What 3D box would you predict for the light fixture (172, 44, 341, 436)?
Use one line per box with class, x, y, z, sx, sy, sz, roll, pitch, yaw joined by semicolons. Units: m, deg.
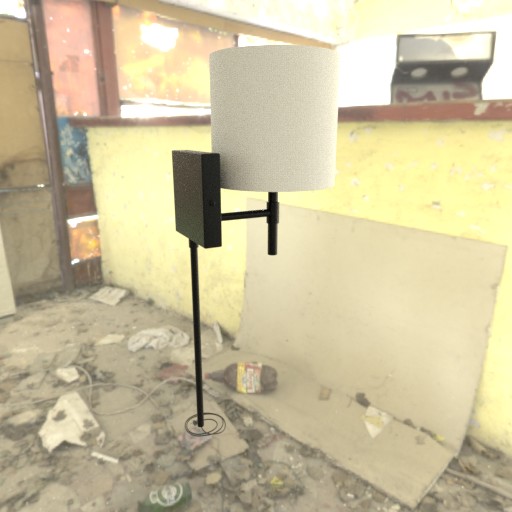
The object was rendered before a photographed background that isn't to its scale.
light fixture;0.000;0.000;0.706;0.248;0.589;0.188;-8;18;-27
